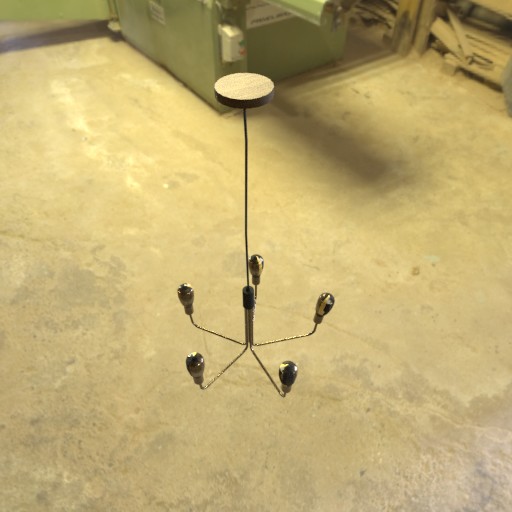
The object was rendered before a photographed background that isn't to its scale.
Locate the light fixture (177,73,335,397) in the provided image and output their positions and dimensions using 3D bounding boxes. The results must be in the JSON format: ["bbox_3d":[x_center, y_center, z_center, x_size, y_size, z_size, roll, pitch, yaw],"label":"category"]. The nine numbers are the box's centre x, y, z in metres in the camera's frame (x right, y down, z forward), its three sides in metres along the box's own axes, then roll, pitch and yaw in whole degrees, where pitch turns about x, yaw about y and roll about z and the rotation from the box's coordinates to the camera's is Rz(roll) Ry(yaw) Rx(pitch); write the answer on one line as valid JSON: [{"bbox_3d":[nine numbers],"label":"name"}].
[{"bbox_3d":[0.000,0.000,1.357,0.588,1.059,0.532,-23,50,-21],"label":"light fixture"}]
